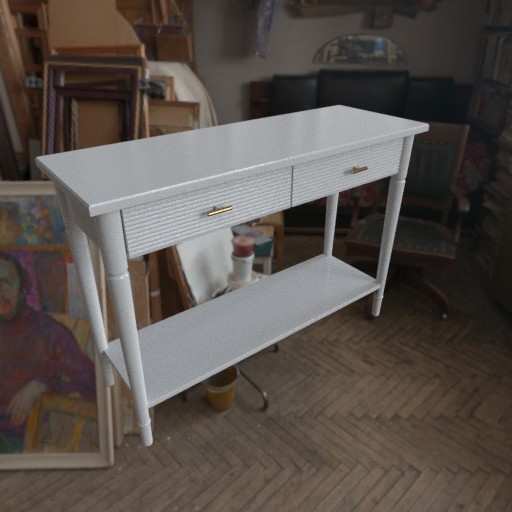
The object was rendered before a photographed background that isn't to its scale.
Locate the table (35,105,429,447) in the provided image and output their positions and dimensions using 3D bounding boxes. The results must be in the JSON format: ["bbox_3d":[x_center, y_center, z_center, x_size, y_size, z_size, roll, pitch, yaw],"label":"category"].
[{"bbox_3d":[0.000,0.000,1.413,1.067,0.749,0.381,-21,36,-32],"label":"table"}]
